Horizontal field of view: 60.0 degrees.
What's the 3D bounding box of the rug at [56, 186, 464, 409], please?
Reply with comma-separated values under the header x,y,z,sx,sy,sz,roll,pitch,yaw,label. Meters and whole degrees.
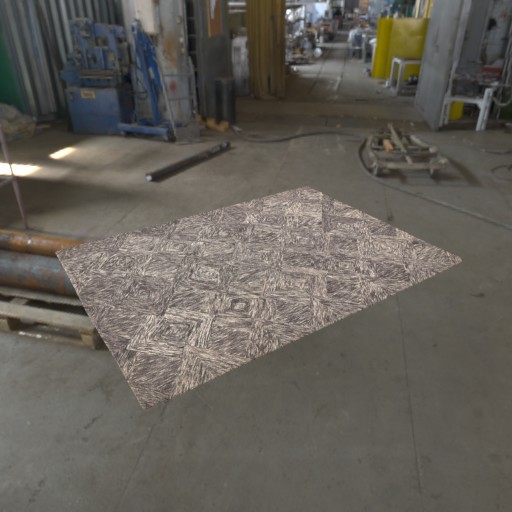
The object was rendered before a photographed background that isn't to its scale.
x,y,z,sx,sy,sz,roll,pitch,yaw,label
0.000,0.000,5.440,4.093,0.020,2.997,-18,35,-29,rug
